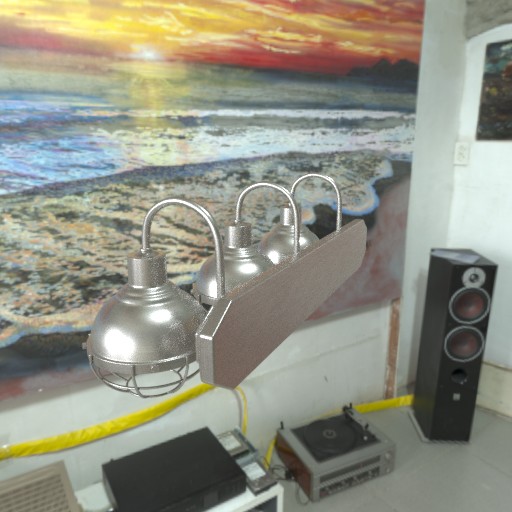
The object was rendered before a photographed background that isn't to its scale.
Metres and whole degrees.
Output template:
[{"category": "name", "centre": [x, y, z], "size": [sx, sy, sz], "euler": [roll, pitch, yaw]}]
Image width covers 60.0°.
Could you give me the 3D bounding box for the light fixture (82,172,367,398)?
[{"category": "light fixture", "centre": [0.000, 0.000, 0.755], "size": [0.229, 0.254, 0.634], "euler": [7, 16, 26]}]
